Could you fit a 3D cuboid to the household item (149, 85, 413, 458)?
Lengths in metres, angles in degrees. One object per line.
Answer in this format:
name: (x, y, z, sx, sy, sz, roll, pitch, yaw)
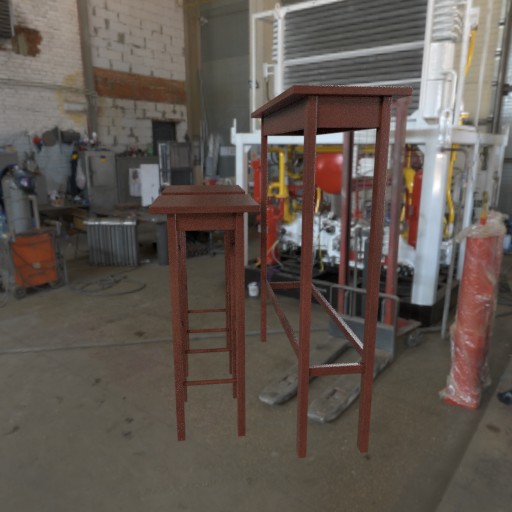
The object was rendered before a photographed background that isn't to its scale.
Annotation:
household item: (0.000, 0.000, 1.630, 0.676, 1.067, 0.914, -2, 14, -7)
